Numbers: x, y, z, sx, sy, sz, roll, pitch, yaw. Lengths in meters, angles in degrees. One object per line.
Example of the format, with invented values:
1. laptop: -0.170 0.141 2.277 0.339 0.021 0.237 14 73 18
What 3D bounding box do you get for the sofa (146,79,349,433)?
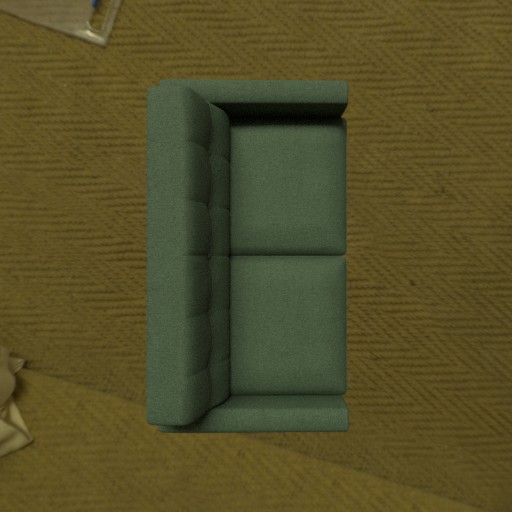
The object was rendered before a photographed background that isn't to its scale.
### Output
1. sofa: 0.000 0.000 2.185 0.909 0.841 1.631 0 90 0
